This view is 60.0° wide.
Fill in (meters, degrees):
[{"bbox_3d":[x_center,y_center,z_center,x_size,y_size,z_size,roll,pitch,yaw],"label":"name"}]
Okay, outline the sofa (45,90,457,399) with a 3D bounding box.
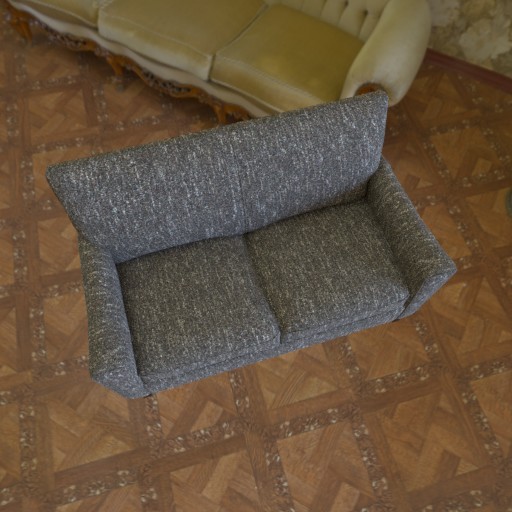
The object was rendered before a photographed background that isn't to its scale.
[{"bbox_3d":[0.000,0.000,2.039,1.519,0.946,0.801,-15,63,-8],"label":"sofa"}]
